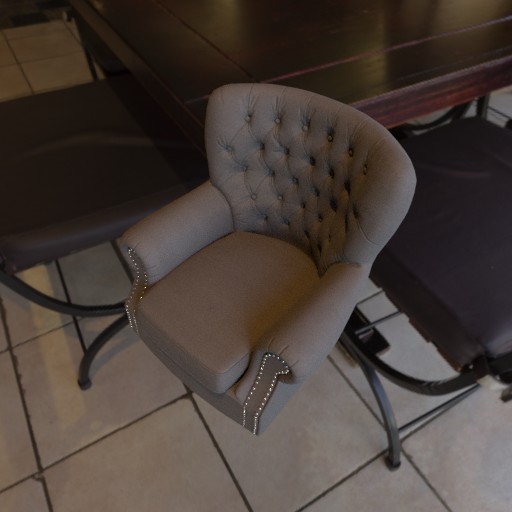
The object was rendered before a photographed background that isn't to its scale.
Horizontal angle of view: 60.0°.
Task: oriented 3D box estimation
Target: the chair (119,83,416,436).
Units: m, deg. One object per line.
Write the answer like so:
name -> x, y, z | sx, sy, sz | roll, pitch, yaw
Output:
chair -> 0.000, 0.000, 1.835 | 0.983, 1.046, 0.983 | 32, 54, 27
